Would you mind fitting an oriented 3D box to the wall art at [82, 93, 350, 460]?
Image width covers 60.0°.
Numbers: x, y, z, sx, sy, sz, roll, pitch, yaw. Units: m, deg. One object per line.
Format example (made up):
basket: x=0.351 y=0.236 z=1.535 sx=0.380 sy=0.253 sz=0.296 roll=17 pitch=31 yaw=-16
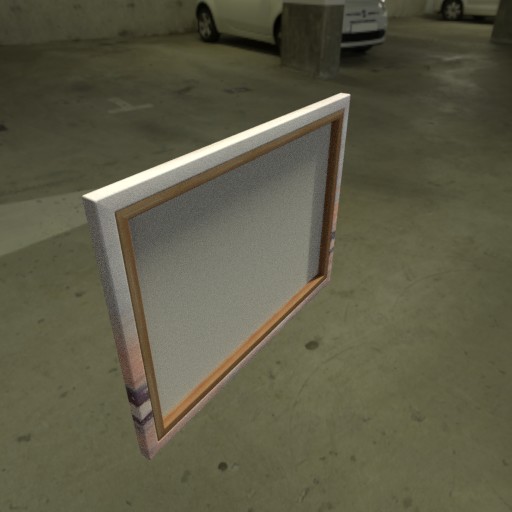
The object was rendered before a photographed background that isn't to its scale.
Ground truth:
wall art: x=0.000 y=0.000 z=1.334 sx=0.038 sy=0.763 sz=1.015 roll=21 pitch=38 yaw=30
